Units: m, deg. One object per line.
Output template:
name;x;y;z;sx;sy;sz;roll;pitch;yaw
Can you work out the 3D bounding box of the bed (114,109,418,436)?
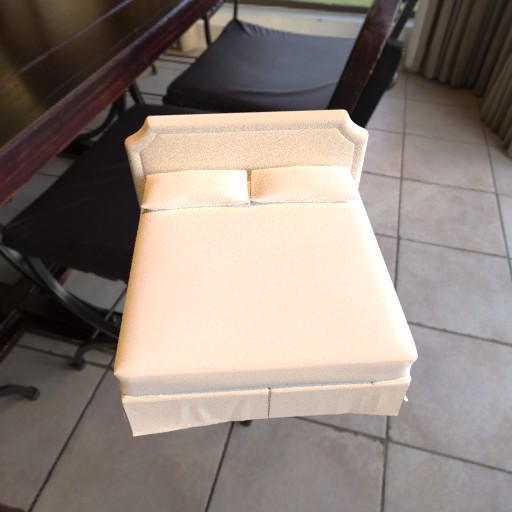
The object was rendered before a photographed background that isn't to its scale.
bed;0.000;0.000;3.493;2.160;1.301;2.204;-3;46;-3
